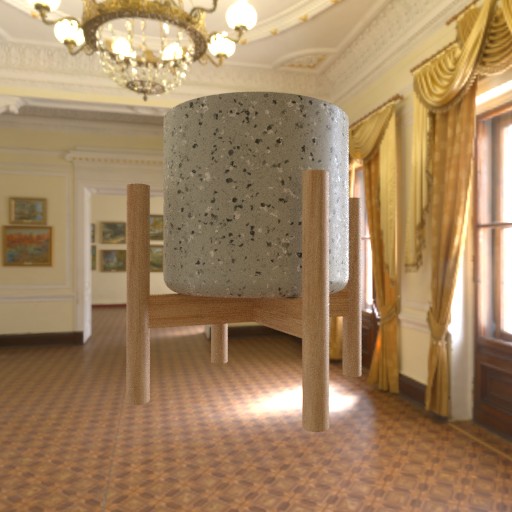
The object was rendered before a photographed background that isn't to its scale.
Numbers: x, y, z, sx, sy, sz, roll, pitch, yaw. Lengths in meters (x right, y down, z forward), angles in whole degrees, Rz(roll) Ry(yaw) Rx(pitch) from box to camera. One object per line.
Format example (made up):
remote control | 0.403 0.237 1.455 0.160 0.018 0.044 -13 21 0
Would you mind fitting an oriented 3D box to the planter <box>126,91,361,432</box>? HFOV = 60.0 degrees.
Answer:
planter | 0.000 0.000 0.542 0.284 0.320 0.284 0 0 -1
